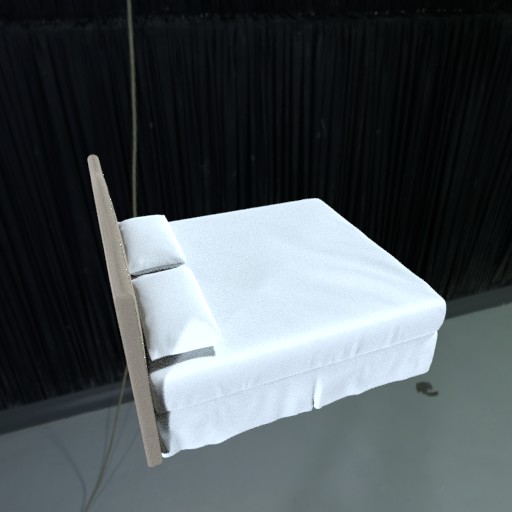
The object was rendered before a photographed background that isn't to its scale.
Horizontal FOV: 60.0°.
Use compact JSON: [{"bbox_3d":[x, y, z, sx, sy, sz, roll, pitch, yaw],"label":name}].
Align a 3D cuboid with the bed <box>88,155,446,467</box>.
[{"bbox_3d":[0.000,0.000,3.455,2.182,1.421,2.083,-11,33,-18],"label":"bed"}]
